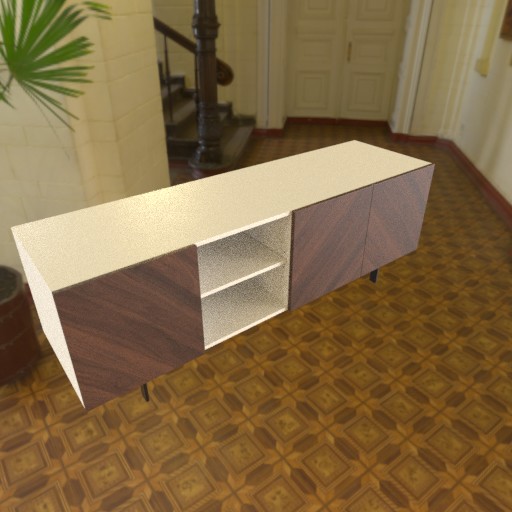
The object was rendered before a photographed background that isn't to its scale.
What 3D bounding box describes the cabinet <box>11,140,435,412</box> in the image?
[{"bbox_3d":[0.000,0.000,1.693,1.499,0.533,0.431,-21,37,-31],"label":"cabinet"}]
